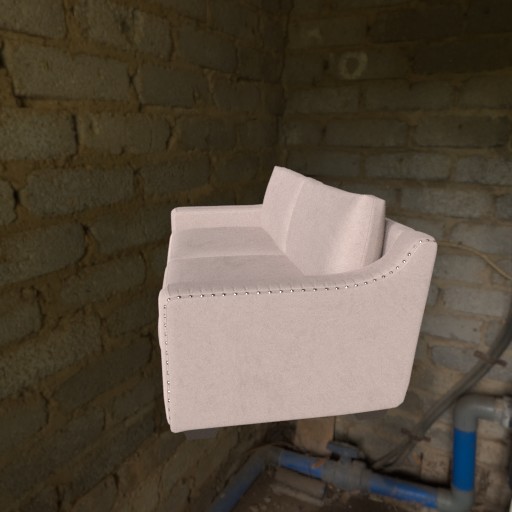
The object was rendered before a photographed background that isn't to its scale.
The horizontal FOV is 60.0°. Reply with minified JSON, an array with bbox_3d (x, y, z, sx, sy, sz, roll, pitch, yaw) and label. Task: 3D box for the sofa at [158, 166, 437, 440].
[{"bbox_3d":[0.000,0.000,2.535,1.030,0.901,1.967,-2,15,-9],"label":"sofa"}]
